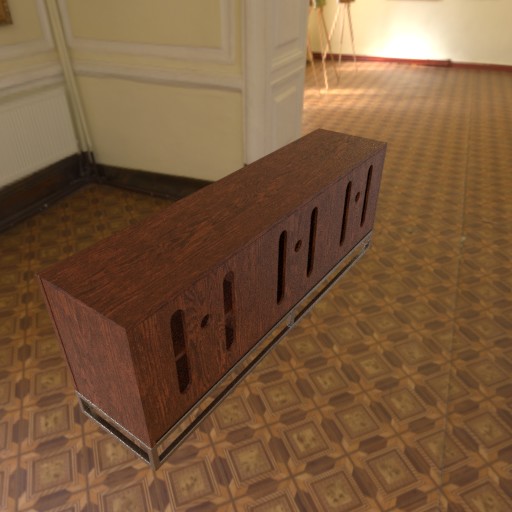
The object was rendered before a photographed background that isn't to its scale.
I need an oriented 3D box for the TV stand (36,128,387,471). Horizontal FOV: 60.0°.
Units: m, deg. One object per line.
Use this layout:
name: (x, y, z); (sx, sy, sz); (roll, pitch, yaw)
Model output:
TV stand: (0.000, 0.000, 1.780); (0.382, 0.578, 1.541); (22, 39, 29)
